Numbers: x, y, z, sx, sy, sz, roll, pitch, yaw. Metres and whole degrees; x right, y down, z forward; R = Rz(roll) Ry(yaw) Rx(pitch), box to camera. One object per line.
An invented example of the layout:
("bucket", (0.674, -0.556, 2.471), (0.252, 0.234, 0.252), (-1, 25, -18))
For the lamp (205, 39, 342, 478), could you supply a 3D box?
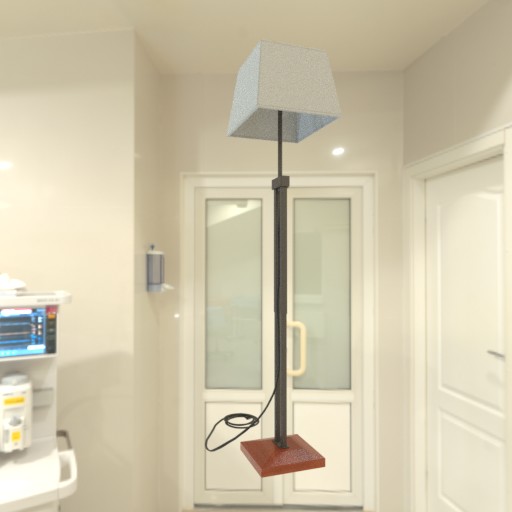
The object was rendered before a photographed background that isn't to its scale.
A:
("lamp", (0.000, 0.000, 2.026), (0.472, 1.712, 0.745), (0, -1, -19))
